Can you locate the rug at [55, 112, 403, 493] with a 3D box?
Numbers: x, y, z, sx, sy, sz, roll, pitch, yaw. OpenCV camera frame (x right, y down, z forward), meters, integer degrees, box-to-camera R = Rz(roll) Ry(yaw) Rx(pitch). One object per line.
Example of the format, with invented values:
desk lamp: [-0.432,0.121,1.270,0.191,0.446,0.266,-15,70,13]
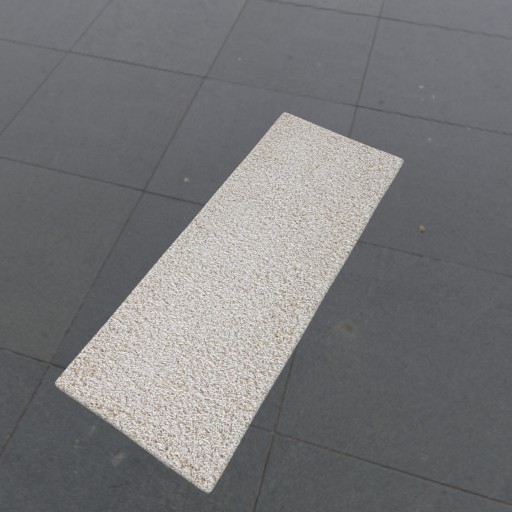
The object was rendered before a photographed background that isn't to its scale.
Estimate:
rug: [0.000,0.000,1.698,0.609,0.030,1.524,27,62,16]
